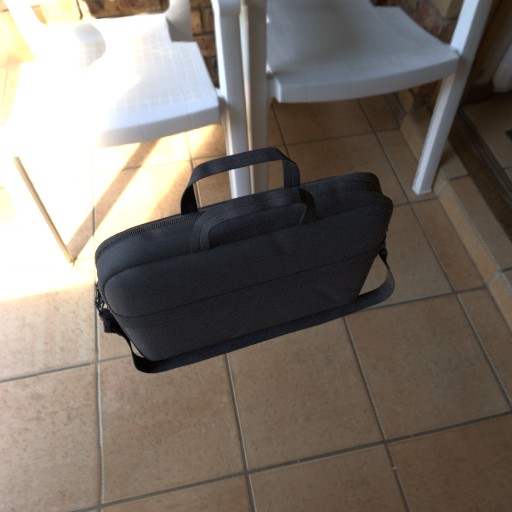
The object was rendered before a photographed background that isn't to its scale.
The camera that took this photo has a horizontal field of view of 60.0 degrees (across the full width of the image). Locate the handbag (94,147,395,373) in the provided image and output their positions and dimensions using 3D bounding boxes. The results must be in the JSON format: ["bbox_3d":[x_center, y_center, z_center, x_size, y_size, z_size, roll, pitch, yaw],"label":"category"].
[{"bbox_3d":[0.000,0.000,0.435,0.320,0.244,0.089,-15,60,-9],"label":"handbag"}]
